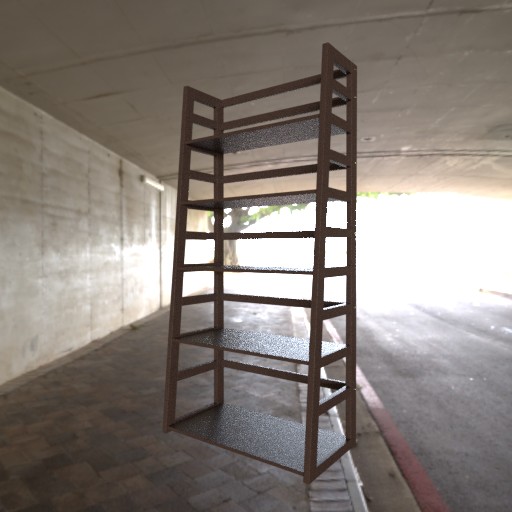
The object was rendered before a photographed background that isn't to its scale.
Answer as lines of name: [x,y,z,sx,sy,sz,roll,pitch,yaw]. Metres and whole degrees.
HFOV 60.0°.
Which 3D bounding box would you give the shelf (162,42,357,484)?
shelf: [0.000,0.000,1.935,0.763,1.600,0.403,1,1,36]
